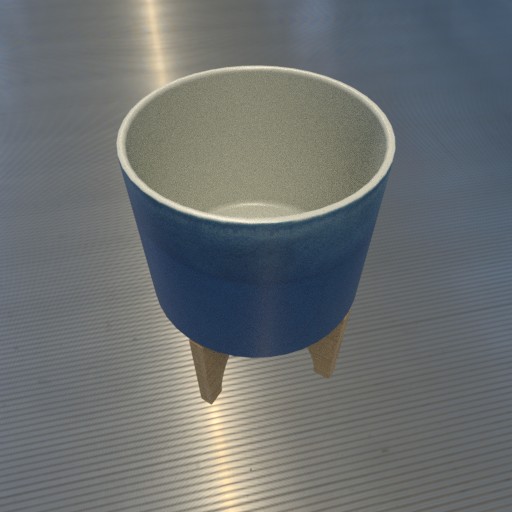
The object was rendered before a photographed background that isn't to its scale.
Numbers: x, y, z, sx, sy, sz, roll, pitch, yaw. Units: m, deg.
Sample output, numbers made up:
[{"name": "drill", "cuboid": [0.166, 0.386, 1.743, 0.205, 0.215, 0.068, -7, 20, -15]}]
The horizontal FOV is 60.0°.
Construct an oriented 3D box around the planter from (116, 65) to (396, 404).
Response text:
[{"name": "planter", "cuboid": [0.000, 0.000, 0.559, 0.261, 0.367, 0.261, 0, 48, 0]}]
